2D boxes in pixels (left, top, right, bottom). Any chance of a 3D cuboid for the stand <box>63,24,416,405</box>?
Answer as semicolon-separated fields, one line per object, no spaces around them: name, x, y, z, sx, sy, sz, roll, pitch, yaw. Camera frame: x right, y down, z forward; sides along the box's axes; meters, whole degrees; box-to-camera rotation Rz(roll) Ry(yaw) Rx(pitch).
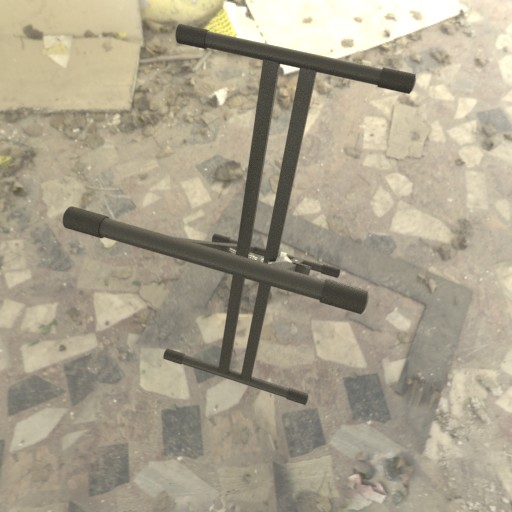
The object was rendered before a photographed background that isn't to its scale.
stand;0.000;0.000;1.163;0.495;0.900;0.503;16;64;8
